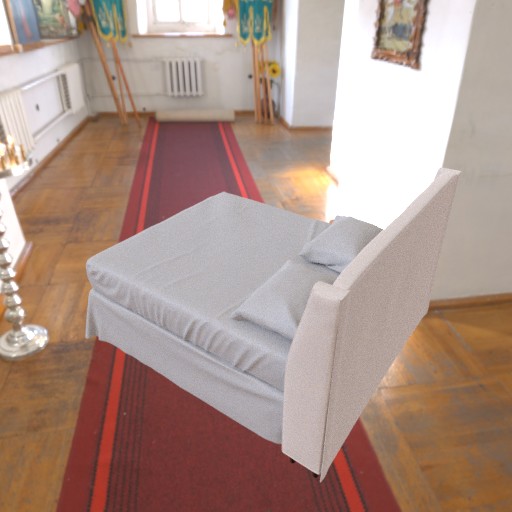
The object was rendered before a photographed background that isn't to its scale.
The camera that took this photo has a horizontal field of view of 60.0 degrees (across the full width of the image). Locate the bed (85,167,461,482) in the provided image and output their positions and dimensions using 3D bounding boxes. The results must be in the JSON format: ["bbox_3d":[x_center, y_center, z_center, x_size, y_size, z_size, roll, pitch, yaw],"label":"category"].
[{"bbox_3d":[0.000,0.000,3.393,2.276,1.332,1.925,20,37,30],"label":"bed"}]
